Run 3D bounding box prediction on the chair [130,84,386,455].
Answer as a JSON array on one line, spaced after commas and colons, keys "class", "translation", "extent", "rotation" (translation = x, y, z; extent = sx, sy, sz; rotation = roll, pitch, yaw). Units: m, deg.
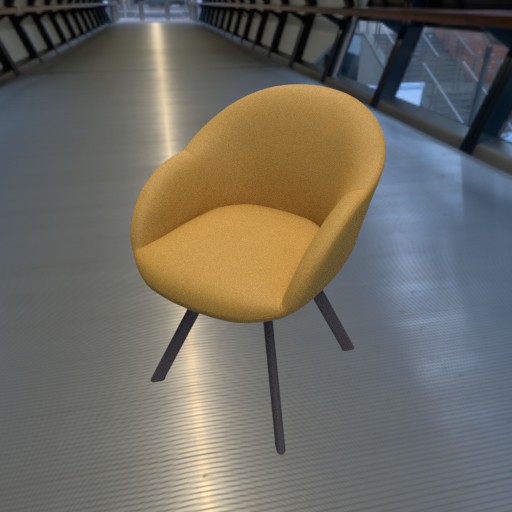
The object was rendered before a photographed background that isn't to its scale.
[{"class": "chair", "translation": [0.000, 0.000, 1.197], "extent": [0.551, 0.793, 0.583], "rotation": [18, 35, 28]}]
